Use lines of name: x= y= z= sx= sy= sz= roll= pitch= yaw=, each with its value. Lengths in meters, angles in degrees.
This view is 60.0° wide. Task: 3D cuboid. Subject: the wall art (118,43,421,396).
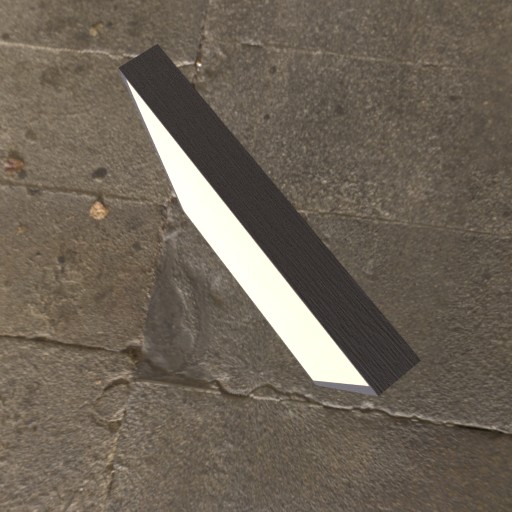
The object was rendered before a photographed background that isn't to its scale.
wall art: x=0.000 y=0.000 z=0.457 sx=0.036 sy=0.300 sz=0.302 roll=-36 pitch=78 yaw=-9
